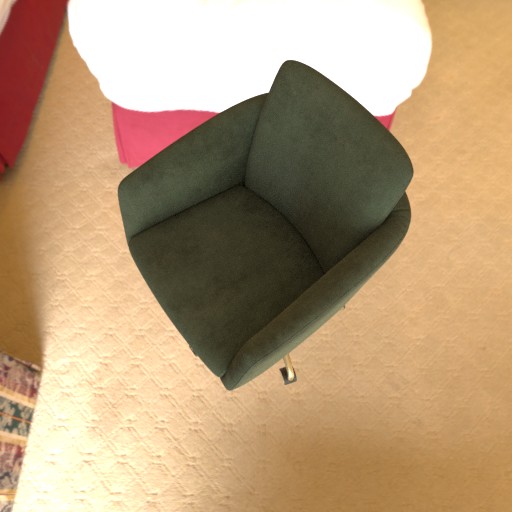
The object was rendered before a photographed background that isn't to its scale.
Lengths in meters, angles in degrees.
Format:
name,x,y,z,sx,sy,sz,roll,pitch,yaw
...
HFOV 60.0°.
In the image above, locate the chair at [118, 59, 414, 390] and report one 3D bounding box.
name,x,y,z,sx,sy,sz,roll,pitch,yaw
chair,0.000,0.000,1.344,0.635,0.908,0.641,-33,67,-16
